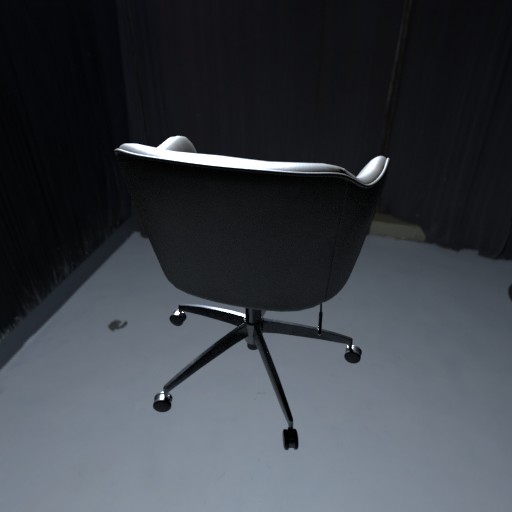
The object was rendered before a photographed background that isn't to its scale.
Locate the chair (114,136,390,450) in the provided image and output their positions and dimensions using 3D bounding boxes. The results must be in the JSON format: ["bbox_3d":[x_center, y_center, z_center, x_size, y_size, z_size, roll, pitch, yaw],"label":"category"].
[{"bbox_3d":[0.000,0.000,1.334,0.713,0.827,0.689,9,34,14],"label":"chair"}]
